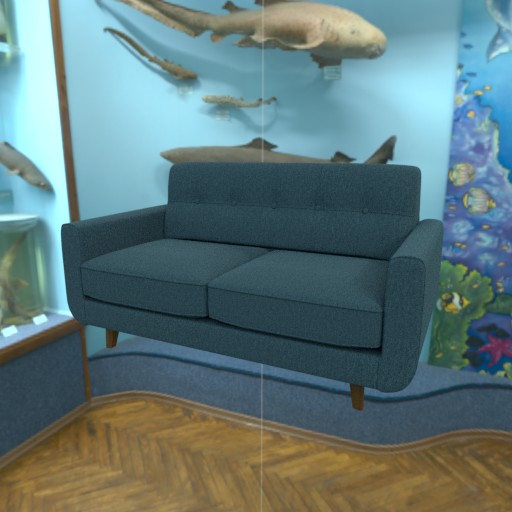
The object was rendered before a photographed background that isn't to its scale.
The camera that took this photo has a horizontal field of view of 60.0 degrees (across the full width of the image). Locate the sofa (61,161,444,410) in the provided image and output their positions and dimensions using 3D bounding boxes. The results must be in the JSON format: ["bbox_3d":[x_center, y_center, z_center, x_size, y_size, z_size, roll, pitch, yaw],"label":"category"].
[{"bbox_3d":[0.000,0.000,2.193,1.651,0.896,0.942,6,15,25],"label":"sofa"}]
